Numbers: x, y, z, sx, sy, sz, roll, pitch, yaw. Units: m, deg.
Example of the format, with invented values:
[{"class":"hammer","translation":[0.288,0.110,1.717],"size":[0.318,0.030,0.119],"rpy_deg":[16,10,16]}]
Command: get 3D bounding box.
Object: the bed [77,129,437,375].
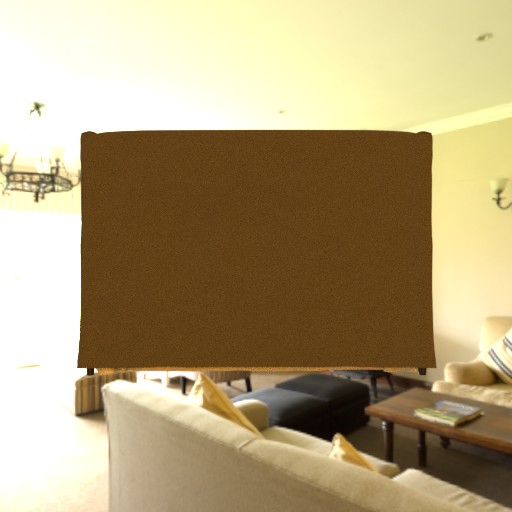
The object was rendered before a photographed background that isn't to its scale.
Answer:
[{"class":"bed","translation":[0.000,0.000,3.488],"size":[1.925,1.332,2.276],"rpy_deg":[0,-1,0]}]
